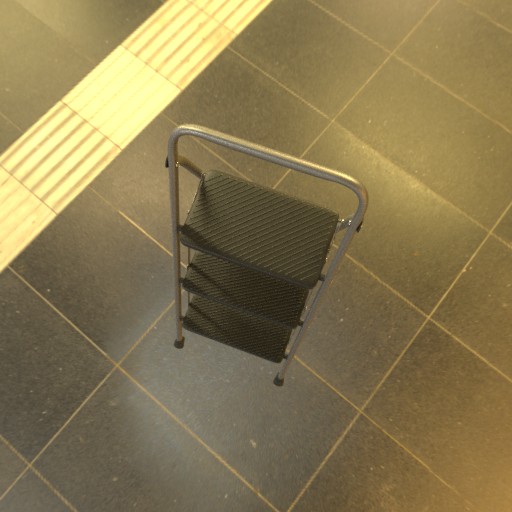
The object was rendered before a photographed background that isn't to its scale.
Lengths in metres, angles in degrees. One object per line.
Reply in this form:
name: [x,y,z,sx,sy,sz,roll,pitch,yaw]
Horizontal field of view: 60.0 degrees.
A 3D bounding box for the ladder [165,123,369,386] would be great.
ladder: [0.000,0.000,1.246,0.430,0.945,0.629,19,76,5]
